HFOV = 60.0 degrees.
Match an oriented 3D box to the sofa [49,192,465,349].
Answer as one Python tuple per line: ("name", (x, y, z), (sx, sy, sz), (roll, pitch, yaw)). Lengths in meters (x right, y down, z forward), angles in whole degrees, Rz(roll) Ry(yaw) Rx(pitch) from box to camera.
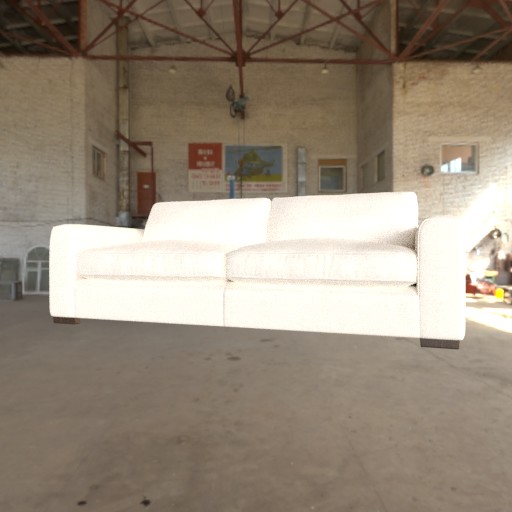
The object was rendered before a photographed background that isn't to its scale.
("sofa", (0.000, 0.000, 2.735), (2.262, 0.801, 1.070), (0, 1, 19))
